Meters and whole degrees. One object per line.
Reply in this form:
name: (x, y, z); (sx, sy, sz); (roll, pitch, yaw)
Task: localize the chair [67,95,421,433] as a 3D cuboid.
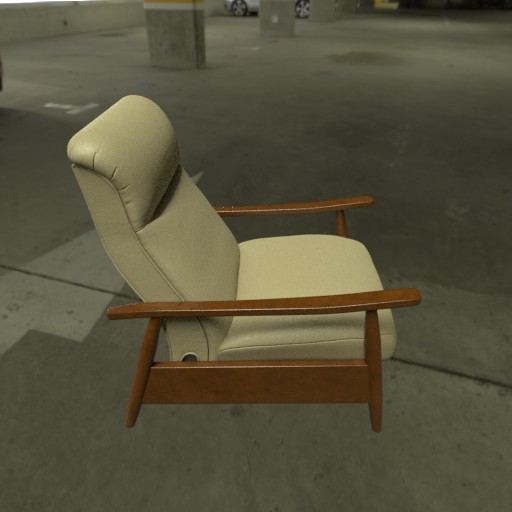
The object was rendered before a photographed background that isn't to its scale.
chair: (0.000, 0.000, 1.696); (1.014, 1.082, 0.762); (1, 31, 1)
